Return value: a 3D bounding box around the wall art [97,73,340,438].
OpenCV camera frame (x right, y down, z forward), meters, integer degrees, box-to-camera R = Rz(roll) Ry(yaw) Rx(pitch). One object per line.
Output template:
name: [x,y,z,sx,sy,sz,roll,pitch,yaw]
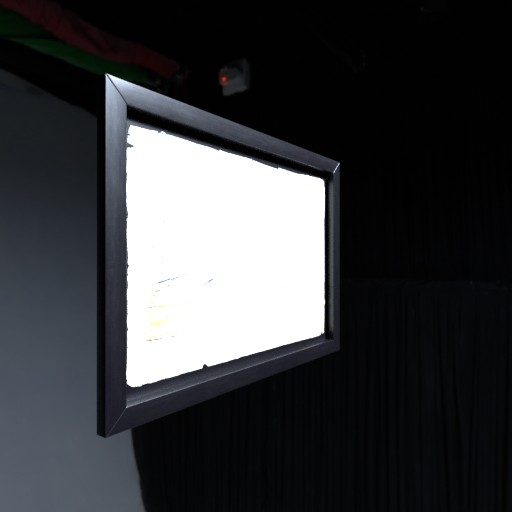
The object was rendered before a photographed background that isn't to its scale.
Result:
wall art: [0.000,0.000,0.552,0.013,0.306,0.440,0,0,37]
